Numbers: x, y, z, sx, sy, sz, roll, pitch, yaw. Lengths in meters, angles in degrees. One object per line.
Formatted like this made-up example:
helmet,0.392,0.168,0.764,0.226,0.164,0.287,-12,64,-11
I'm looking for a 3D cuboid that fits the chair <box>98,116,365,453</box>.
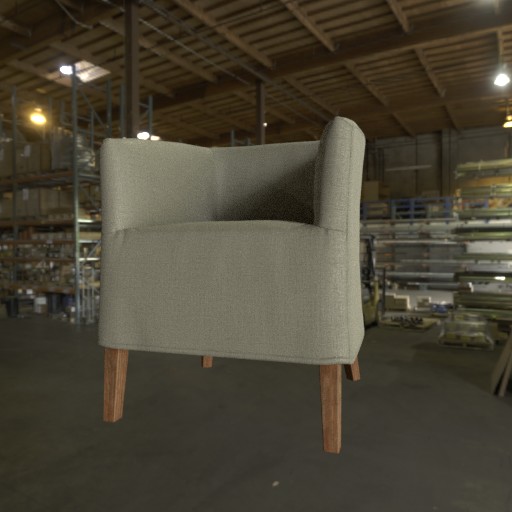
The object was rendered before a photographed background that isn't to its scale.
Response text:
chair,0.000,0.000,1.254,0.600,0.771,0.668,0,0,18
